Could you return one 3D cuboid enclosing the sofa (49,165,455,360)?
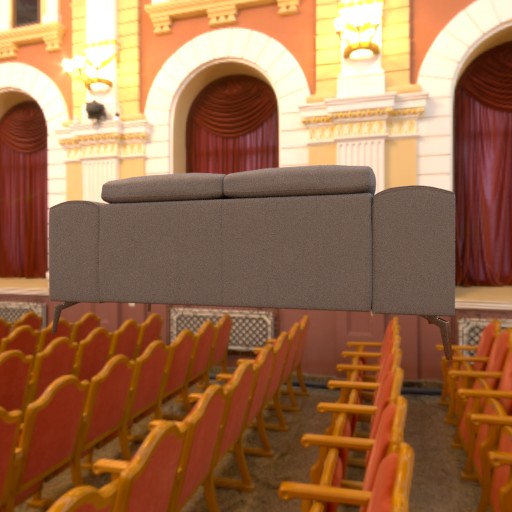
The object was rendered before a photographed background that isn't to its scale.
[{"bbox_3d":[0.000,0.000,2.396,1.895,0.779,1.003,0,0,17],"label":"sofa"}]
